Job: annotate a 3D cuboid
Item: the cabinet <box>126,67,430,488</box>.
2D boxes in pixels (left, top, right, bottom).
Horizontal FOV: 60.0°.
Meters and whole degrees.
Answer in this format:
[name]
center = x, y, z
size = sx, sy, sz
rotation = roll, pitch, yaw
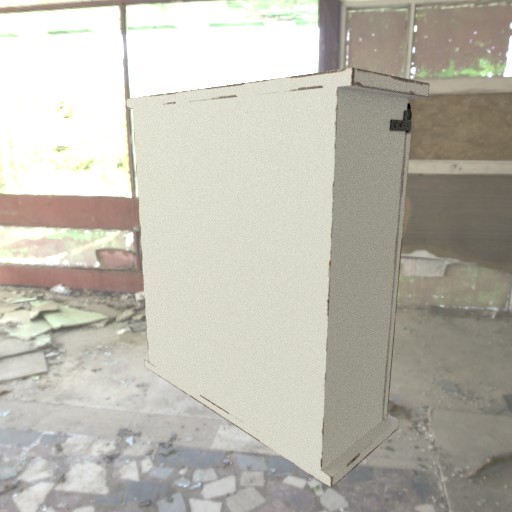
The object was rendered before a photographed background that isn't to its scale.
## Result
[cabinet]
center = 0.000, 0.000, 0.864
size = 0.210, 0.603, 0.541
rotation = -14, 20, -43
